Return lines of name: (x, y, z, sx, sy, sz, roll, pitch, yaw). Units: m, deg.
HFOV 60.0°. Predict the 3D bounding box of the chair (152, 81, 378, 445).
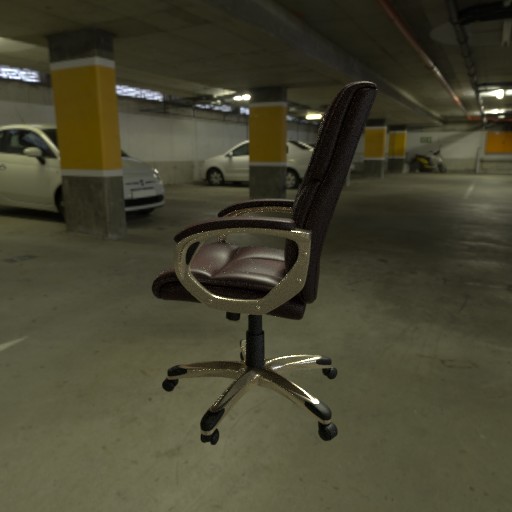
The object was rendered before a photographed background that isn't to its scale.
chair: (0.000, 0.000, 1.565, 0.739, 1.107, 0.662, 2, 13, 9)
